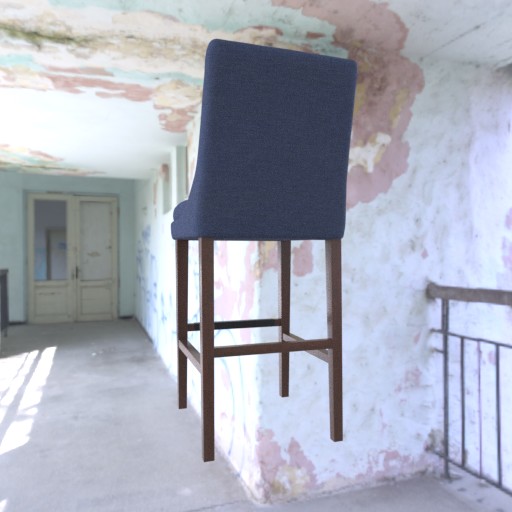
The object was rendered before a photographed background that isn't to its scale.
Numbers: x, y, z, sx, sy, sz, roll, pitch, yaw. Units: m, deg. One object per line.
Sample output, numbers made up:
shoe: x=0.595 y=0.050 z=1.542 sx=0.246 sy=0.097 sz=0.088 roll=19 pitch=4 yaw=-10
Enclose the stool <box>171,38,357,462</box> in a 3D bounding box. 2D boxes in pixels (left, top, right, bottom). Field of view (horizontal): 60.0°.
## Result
stool: x=0.000 y=0.000 z=1.397 sx=0.470 sy=1.078 sz=0.577 roll=0 pitch=1 yaw=-19
